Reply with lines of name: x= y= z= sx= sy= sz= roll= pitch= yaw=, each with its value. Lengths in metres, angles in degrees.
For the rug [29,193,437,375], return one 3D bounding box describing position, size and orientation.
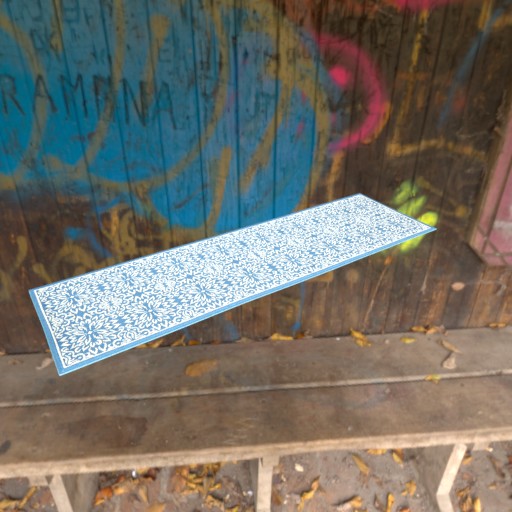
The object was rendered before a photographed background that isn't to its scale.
rug: x=0.000 y=0.000 z=2.420 sx=2.196 sy=0.011 sz=0.662 roll=-18 pitch=36 yaw=-28
